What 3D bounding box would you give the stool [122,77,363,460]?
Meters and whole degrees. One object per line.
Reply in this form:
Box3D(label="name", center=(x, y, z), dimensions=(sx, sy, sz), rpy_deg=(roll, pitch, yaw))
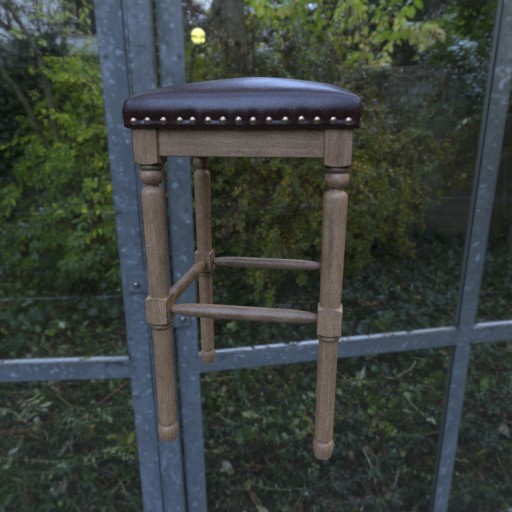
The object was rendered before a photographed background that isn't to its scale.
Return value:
Box3D(label="stool", center=(0.000, 0.000, 0.942), dimensions=(0.382, 0.702, 0.383), rpy_deg=(3, 16, 9))
